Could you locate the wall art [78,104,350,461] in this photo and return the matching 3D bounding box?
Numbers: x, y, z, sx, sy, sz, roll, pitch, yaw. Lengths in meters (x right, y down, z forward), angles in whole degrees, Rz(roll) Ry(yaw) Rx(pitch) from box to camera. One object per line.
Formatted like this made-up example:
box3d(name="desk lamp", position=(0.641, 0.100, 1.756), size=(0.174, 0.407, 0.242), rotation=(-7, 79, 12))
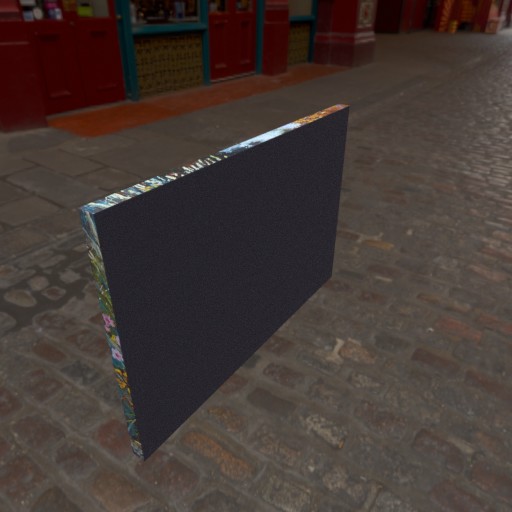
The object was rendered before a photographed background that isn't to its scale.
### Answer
box3d(name="wall art", position=(0.000, 0.000, 1.153), size=(0.037, 0.604, 0.908), rotation=(20, 36, 30))
